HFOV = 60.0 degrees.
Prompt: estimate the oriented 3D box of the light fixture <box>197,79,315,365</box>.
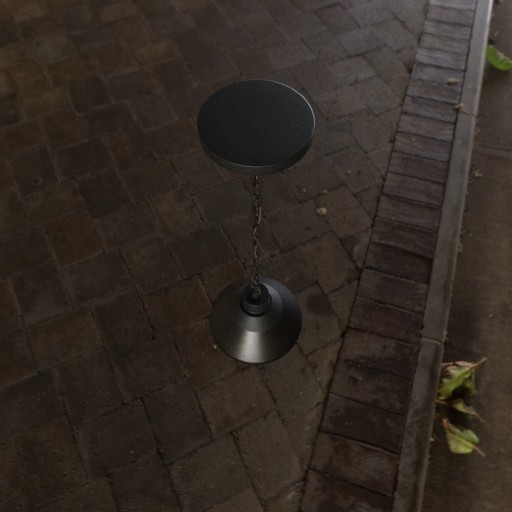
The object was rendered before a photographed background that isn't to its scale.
[{"bbox_3d":[0.000,0.000,0.709,0.201,0.588,0.201,-36,68,-17],"label":"light fixture"}]
